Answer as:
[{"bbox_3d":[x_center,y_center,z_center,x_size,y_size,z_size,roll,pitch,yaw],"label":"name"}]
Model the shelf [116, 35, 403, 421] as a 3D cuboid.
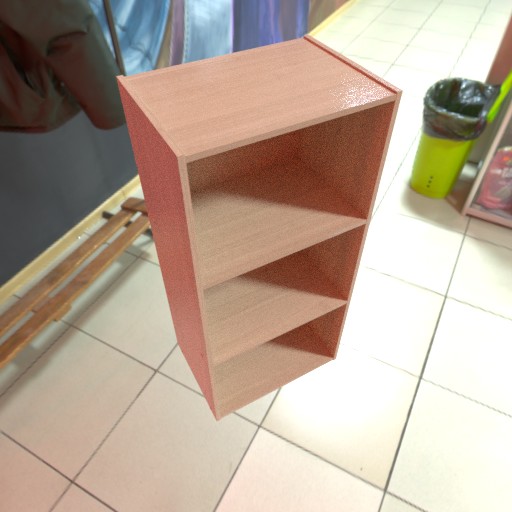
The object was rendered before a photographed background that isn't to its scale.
[{"bbox_3d":[0.000,0.000,1.095,0.417,0.876,0.292,-22,50,-20],"label":"shelf"}]
